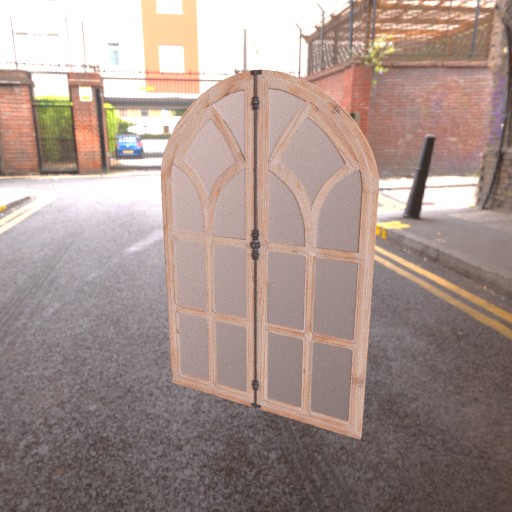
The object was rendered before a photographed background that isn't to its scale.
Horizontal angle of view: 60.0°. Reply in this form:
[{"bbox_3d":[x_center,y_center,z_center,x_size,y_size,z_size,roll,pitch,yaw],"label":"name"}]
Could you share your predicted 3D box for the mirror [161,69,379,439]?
[{"bbox_3d":[0.000,0.000,1.170,0.609,0.915,0.032,8,17,26],"label":"mirror"}]
